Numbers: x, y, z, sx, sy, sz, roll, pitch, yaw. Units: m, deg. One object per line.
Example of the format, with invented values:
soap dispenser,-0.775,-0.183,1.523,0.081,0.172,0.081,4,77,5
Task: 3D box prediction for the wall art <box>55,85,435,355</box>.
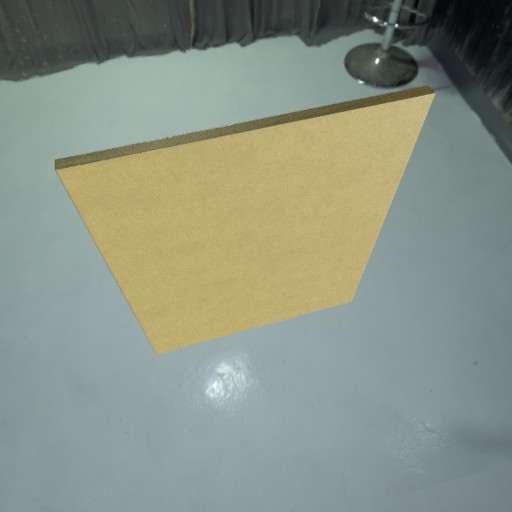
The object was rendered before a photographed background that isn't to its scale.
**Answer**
wall art,0.000,0.000,1.327,0.798,1.002,0.030,-14,59,-9
